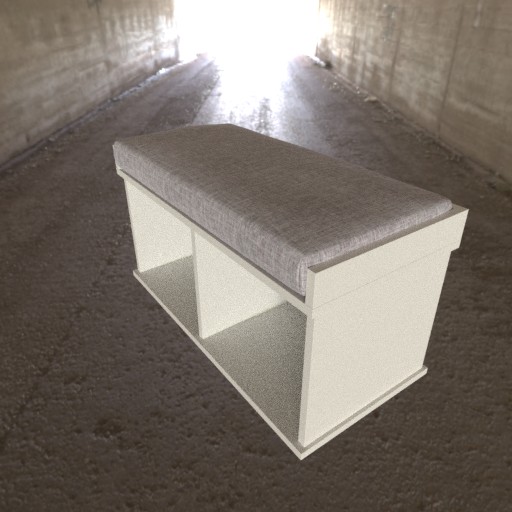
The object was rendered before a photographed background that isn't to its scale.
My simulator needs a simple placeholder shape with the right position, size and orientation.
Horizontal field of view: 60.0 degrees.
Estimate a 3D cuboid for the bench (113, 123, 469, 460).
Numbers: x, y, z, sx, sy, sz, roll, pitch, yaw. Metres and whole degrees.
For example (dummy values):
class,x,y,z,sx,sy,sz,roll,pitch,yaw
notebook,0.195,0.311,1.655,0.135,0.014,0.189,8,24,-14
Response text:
class,x,y,z,sx,sy,sz,roll,pitch,yaw
bench,0.000,0.000,1.019,0.362,0.461,0.734,-20,35,-31
